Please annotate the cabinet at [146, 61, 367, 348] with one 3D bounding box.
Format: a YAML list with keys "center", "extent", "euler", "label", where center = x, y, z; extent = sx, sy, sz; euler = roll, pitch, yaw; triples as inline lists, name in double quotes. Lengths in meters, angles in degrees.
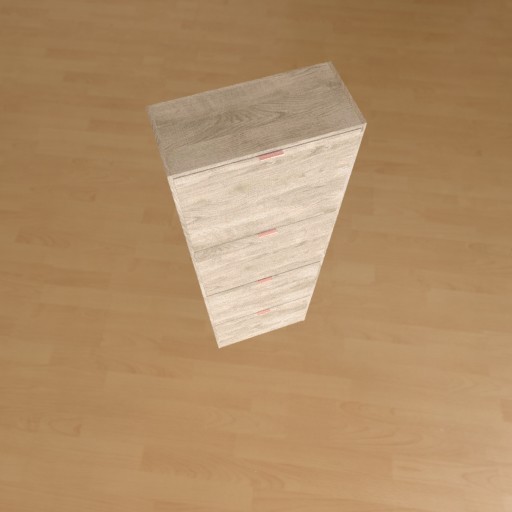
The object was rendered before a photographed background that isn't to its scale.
- center: [0.000, 0.000, 1.865]
  extent: [0.520, 1.630, 0.250]
  euler: [-17, 65, -8]
  label: "cabinet"
